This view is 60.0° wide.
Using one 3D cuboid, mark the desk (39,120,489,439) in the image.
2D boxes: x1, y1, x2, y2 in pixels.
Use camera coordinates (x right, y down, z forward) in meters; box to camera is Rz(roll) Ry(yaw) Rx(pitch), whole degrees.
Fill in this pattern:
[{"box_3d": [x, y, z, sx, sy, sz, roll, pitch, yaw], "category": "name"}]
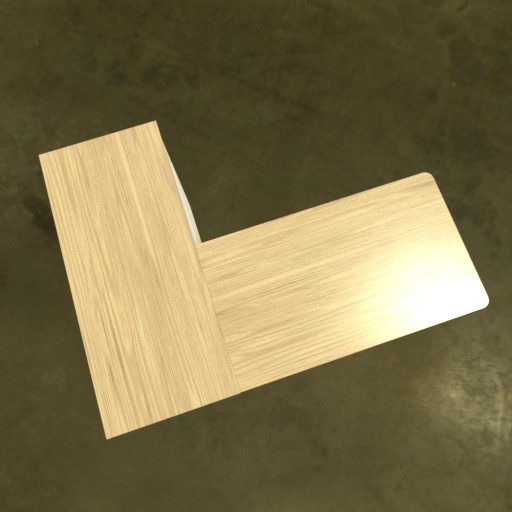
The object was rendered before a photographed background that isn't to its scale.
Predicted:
[{"box_3d": [0.000, 0.000, 1.733, 1.170, 0.760, 0.900, -18, 77, -4], "category": "desk"}]
